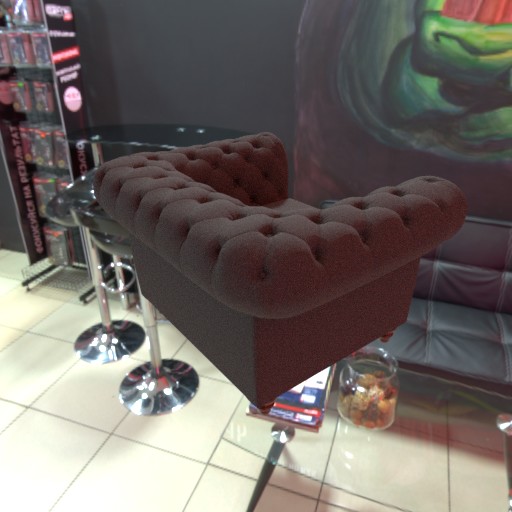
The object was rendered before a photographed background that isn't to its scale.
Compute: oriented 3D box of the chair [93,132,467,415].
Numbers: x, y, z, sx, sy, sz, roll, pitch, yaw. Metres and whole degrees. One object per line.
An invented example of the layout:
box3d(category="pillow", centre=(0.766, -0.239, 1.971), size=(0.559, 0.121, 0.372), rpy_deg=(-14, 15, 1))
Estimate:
box3d(category="chair", centre=(0.000, 0.000, 1.882), size=(0.976, 0.770, 1.270), rpy_deg=(-19, 33, -33))
